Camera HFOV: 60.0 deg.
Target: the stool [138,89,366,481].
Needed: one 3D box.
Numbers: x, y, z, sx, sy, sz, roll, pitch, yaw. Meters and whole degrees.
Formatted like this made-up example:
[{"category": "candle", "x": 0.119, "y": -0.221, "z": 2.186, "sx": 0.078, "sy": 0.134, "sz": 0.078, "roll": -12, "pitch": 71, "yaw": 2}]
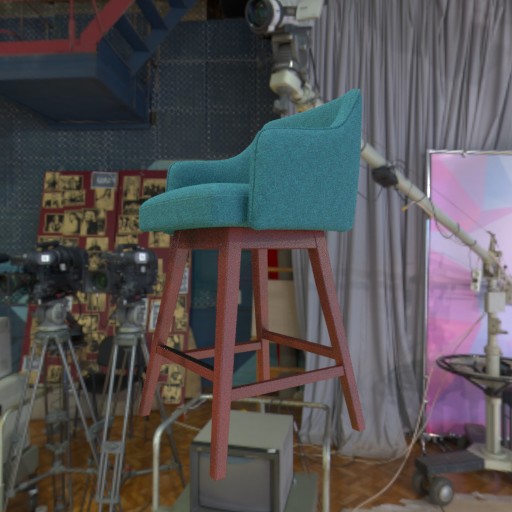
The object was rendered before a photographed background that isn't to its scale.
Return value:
[{"category": "stool", "x": 0.000, "y": 0.000, "z": 1.295, "sx": 0.556, "sy": 0.961, "sz": 0.548, "roll": -1, "pitch": 1, "yaw": -35}]
